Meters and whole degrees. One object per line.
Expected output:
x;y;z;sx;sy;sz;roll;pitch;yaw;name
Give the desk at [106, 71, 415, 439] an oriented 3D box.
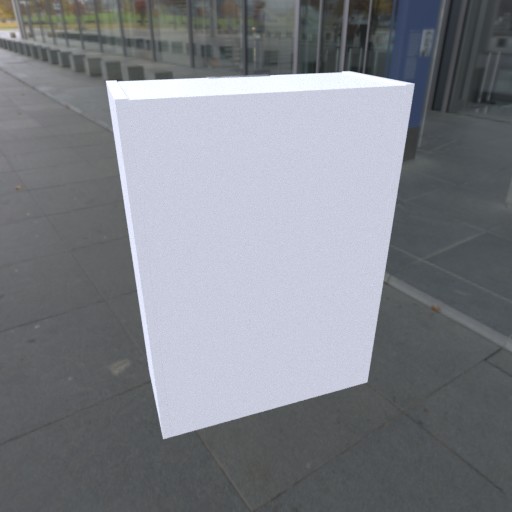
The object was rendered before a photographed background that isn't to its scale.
0.000;0.000;1.617;0.850;1.190;0.390;-10;30;-17;desk
